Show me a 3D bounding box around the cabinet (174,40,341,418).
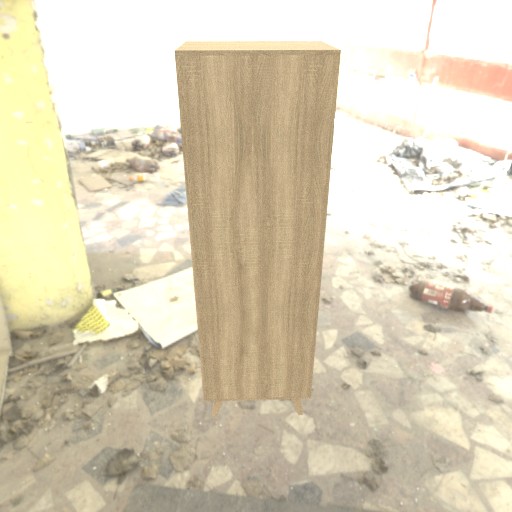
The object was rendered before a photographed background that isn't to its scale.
[{"bbox_3d":[0.000,0.000,2.145,0.570,1.850,0.400,-1,30,-2],"label":"cabinet"}]
